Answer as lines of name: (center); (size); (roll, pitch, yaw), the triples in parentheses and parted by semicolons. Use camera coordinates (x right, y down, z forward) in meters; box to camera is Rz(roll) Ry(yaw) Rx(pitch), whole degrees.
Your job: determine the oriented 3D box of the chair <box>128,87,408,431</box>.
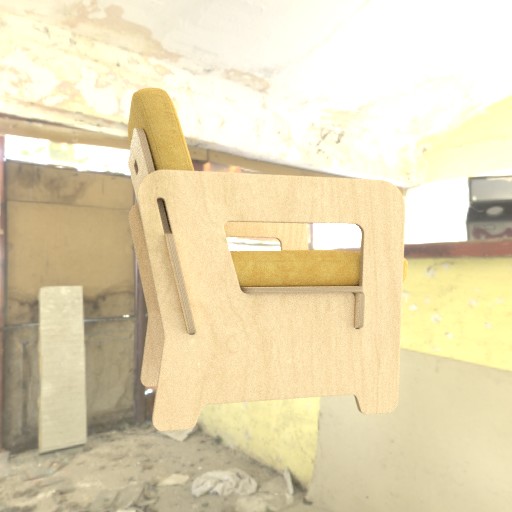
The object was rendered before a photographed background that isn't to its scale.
chair: (0.000, 0.000, 1.283); (0.710, 0.800, 0.590); (0, -1, -18)
